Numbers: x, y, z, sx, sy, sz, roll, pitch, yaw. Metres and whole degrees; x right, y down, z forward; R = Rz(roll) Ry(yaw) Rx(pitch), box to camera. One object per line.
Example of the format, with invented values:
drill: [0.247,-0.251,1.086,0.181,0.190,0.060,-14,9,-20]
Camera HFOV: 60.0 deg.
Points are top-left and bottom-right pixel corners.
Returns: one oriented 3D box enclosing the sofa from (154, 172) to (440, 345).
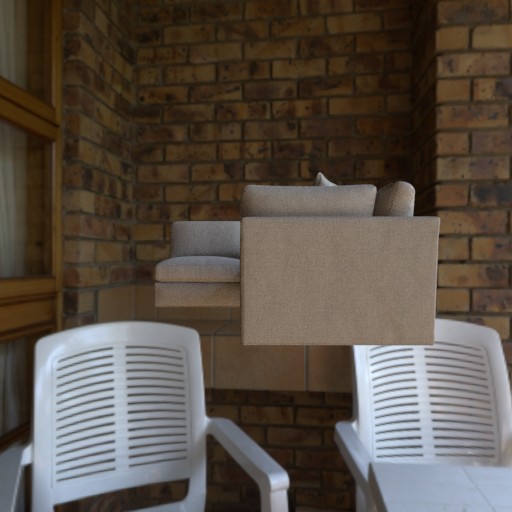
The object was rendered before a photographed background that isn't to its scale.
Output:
sofa: [0.000,0.000,3.800,1.994,0.978,2.896,0,0,1]
